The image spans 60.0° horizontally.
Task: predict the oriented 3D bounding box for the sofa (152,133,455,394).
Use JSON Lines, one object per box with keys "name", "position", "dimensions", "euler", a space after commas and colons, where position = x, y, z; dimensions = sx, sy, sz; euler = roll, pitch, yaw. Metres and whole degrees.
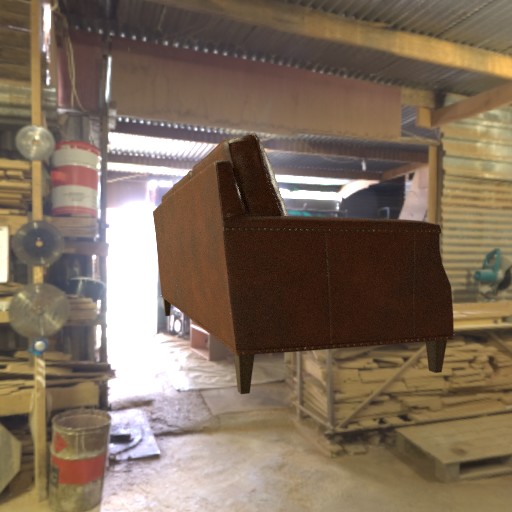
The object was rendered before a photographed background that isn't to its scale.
{"name": "sofa", "position": [0.000, 0.000, 2.789], "dimensions": [1.084, 1.003, 2.240], "euler": [0, 1, -19]}
